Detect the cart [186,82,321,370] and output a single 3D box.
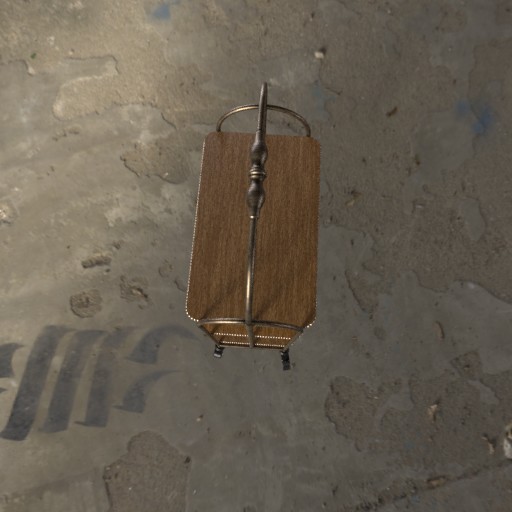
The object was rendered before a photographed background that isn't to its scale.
[{"bbox_3d":[0.000,0.000,1.375,0.330,1.052,0.650,4,74,1],"label":"cart"}]
